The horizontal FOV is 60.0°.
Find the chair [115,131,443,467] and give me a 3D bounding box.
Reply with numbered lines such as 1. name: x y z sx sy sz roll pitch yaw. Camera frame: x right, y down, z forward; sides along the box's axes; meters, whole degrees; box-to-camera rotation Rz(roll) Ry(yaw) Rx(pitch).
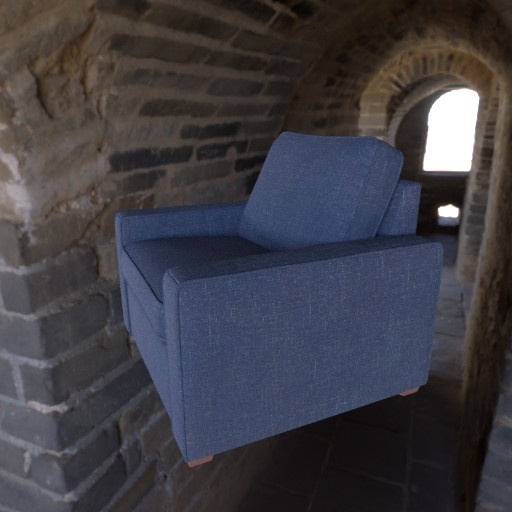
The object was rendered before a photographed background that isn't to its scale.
1. chair: 0.000 0.000 1.735 0.940 0.919 1.017 -8 19 -24
